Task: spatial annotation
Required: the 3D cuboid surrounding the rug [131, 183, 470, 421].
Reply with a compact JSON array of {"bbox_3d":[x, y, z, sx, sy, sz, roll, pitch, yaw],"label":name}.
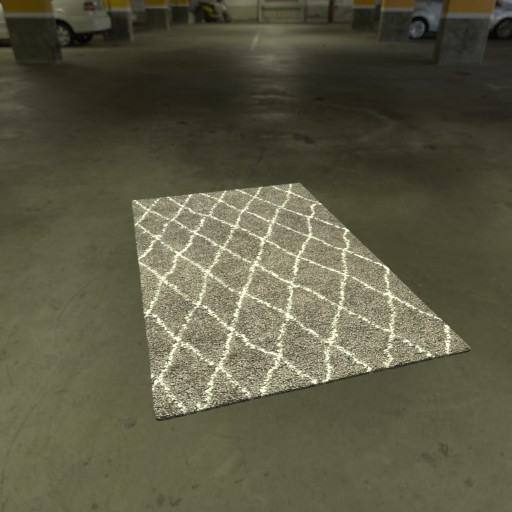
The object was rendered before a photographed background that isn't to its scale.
[{"bbox_3d":[0.000,0.000,3.453,1.778,0.030,2.743,-8,31,-14],"label":"rug"}]
